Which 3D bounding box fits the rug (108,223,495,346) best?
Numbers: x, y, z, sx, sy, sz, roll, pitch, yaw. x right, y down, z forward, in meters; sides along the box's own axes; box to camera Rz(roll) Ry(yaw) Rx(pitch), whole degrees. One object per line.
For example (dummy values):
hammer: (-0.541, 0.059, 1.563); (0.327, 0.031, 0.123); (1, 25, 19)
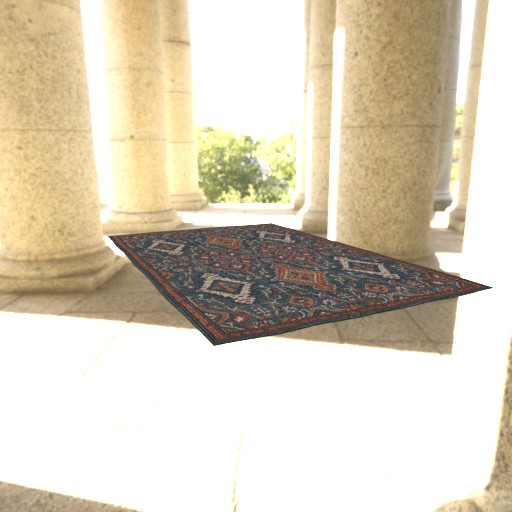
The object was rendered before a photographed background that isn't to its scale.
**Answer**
rug: (0.000, 0.000, 4.153); (2.190, 0.008, 3.371); (-7, 15, -26)
